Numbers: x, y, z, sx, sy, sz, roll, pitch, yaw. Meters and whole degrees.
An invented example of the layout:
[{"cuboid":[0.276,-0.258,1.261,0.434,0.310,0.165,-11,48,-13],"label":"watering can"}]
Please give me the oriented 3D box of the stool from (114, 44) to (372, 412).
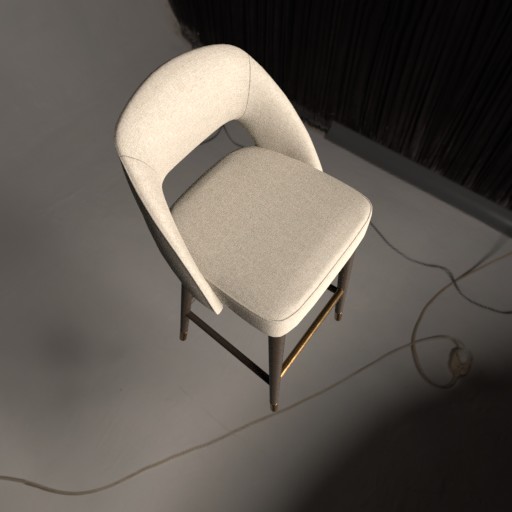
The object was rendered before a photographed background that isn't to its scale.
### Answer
[{"cuboid":[0.000,0.000,1.286,0.509,1.037,0.494,33,64,18],"label":"stool"}]
